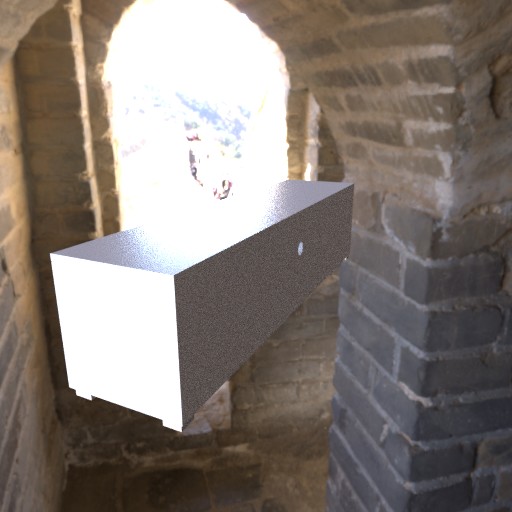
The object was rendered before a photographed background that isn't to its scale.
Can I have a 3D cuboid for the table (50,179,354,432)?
[{"bbox_3d":[0.000,0.000,1.841,0.390,0.420,1.650,8,19,25],"label":"table"}]
